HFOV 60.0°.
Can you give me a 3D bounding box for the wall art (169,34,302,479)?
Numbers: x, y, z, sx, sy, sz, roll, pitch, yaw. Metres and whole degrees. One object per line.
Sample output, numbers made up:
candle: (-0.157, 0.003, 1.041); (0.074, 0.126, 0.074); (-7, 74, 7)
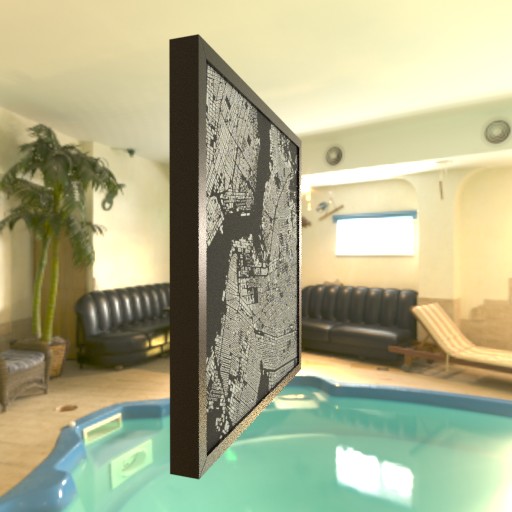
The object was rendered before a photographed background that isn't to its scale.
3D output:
wall art: (0.000, 0.000, 0.748); (0.038, 0.506, 0.506); (0, 0, 19)
